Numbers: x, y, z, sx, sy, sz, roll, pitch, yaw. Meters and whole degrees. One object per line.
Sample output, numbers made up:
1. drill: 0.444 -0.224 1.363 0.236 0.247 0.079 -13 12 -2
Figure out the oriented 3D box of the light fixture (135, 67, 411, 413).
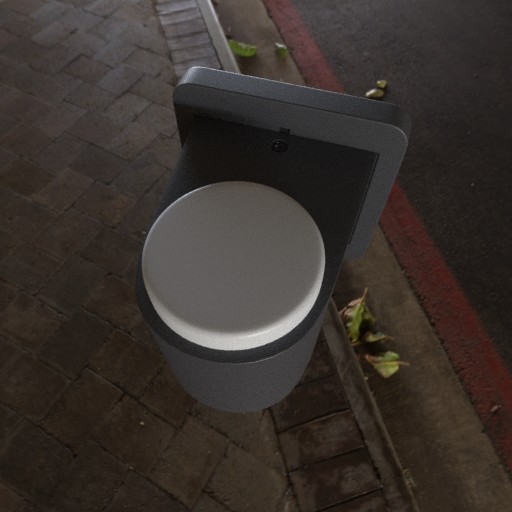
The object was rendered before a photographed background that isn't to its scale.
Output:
1. light fixture: 0.000 0.000 0.213 0.109 0.109 0.132 14 60 9
